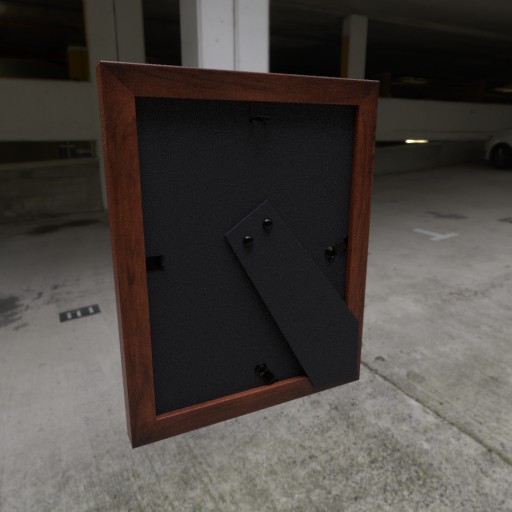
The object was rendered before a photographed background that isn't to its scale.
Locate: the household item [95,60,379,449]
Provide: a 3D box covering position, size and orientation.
[{"bbox_3d":[0.000,0.000,0.326,0.200,0.250,0.020,-8,17,-26],"label":"household item"}]
